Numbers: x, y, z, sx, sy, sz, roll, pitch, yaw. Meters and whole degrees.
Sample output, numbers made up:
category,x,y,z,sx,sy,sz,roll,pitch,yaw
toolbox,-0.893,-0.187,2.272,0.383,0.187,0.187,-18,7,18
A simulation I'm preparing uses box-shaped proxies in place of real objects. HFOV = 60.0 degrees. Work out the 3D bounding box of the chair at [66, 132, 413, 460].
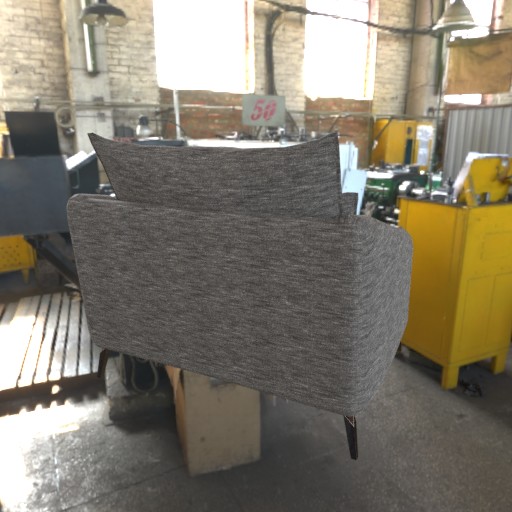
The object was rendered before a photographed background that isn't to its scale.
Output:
category,x,y,z,sx,sy,sz,roll,pitch,yaw
chair,0.000,0.000,1.573,1.004,0.842,0.805,8,17,26
